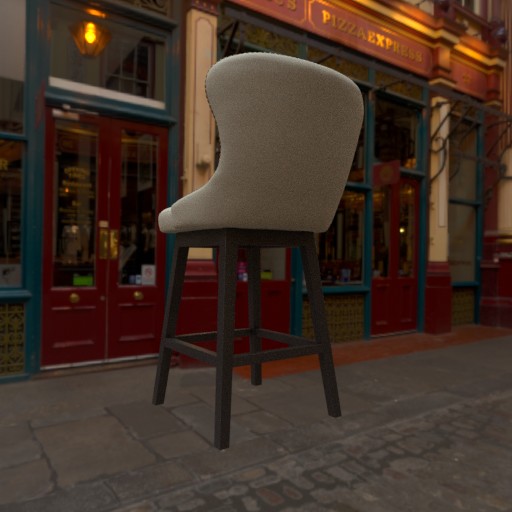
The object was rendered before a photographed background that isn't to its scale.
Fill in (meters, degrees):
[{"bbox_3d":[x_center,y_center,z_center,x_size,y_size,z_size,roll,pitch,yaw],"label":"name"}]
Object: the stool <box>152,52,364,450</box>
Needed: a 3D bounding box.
[{"bbox_3d":[0.000,0.000,1.349,0.528,0.971,0.593,0,-1,-35],"label":"stool"}]
